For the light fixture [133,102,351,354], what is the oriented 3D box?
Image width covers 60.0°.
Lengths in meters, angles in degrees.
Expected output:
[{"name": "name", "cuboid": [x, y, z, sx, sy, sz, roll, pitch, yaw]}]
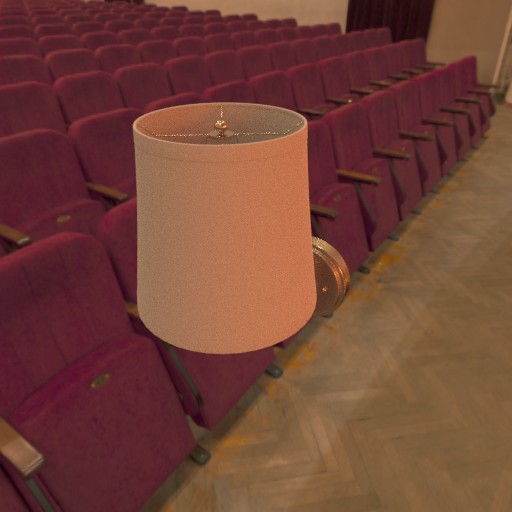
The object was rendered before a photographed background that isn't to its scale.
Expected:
[{"name": "light fixture", "cuboid": [0.000, 0.000, 0.593, 0.223, 0.381, 0.348, 20, 36, 30]}]
